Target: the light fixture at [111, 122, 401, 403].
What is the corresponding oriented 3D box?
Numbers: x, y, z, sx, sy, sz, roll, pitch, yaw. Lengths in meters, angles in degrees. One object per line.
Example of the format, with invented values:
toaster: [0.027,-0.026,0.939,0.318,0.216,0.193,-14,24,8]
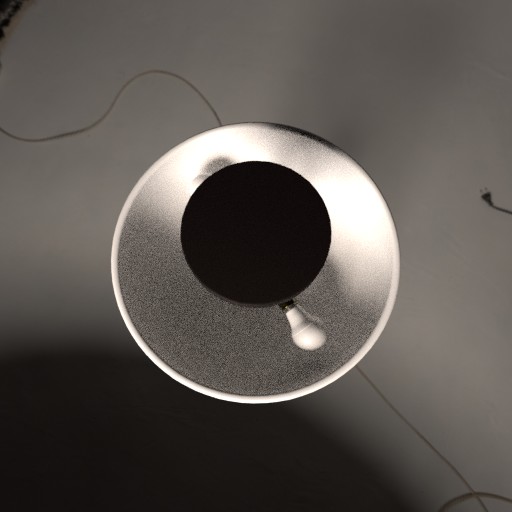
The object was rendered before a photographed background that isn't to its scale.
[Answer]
light fixture: [0.000,0.000,0.528,0.331,0.212,0.331,0,76,0]
